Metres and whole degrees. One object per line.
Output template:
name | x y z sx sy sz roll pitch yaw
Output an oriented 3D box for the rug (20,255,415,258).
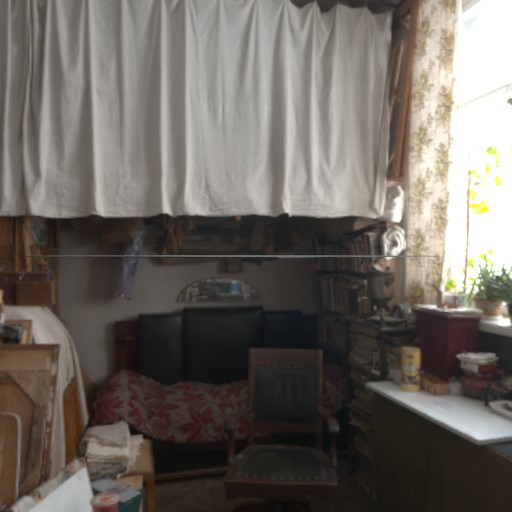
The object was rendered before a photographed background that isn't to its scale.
rug | 0.000 0.000 4.005 2.438 0.013 3.048 0 0 36
